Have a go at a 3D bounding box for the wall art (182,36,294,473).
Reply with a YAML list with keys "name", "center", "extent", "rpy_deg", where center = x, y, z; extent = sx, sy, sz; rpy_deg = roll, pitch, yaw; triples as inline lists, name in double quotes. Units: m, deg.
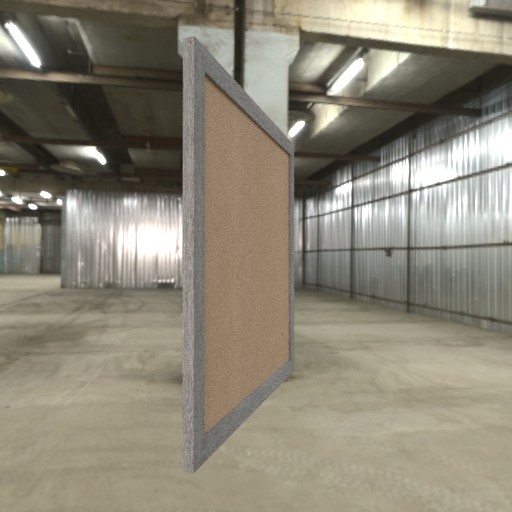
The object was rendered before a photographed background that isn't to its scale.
- name: "wall art"
  center: [0.000, 0.000, 1.021]
  extent: [0.020, 0.685, 0.685]
  rpy_deg: [0, -1, 18]
